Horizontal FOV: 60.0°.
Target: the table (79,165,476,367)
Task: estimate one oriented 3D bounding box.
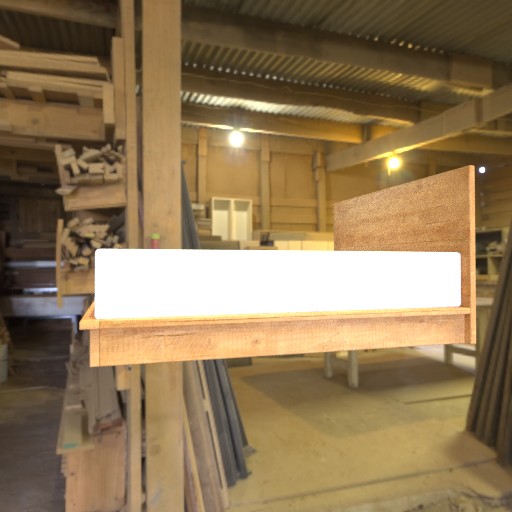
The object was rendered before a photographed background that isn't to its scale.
[{"bbox_3d":[0.000,0.000,3.079,2.149,1.041,1.707,0,-1,-17],"label":"table"}]
